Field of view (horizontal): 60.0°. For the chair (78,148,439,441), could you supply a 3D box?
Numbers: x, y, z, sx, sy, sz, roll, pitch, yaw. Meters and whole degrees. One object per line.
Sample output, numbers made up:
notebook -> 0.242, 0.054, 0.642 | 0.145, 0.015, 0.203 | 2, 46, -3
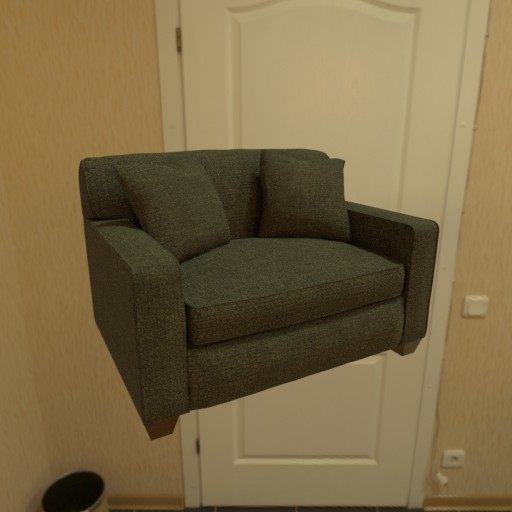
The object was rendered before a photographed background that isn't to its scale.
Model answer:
chair -> 0.000, 0.000, 2.085 | 1.383, 0.948, 1.000 | -9, 19, -27
